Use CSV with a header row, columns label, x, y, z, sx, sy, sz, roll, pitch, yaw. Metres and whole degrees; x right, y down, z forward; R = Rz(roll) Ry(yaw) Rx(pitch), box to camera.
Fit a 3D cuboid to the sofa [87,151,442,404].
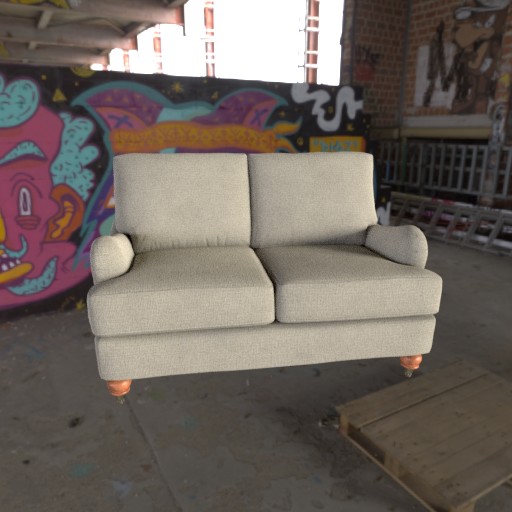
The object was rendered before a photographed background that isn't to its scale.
label,x,y,z,sx,sy,sz,roll,pitch,yaw
sofa,0.000,0.000,2.234,1.480,0.999,1.087,-3,16,-9
